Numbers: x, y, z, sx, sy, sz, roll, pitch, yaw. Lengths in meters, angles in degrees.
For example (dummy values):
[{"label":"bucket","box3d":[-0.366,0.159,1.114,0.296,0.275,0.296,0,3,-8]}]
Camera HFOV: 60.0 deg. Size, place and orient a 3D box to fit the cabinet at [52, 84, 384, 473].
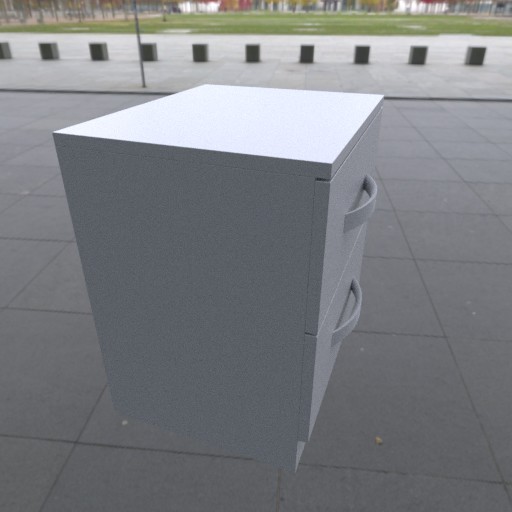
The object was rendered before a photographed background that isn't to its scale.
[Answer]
[{"label":"cabinet","box3d":[0.000,0.000,0.742,0.360,0.470,0.400,11,31,18]}]
